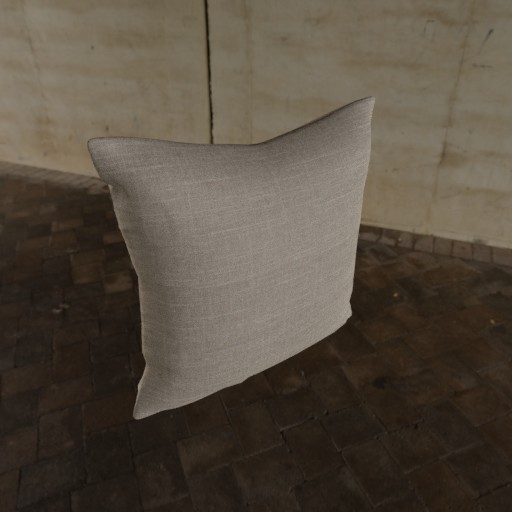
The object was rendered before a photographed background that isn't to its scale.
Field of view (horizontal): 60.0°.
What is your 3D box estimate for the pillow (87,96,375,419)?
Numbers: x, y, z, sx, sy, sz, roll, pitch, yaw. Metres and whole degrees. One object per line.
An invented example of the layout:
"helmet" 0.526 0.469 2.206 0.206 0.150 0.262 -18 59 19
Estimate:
"pillow" 0.000 0.000 0.636 0.424 0.400 0.169 -19 35 -29
